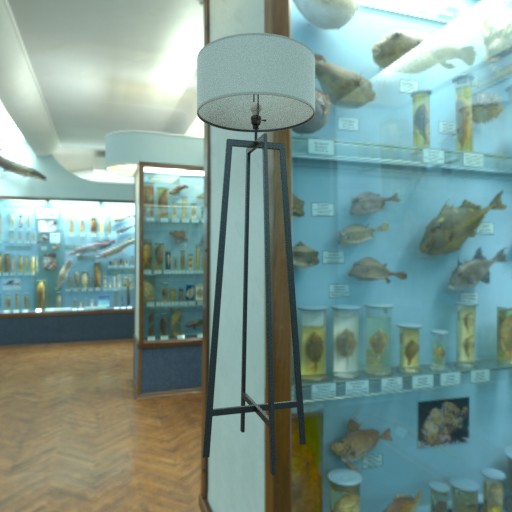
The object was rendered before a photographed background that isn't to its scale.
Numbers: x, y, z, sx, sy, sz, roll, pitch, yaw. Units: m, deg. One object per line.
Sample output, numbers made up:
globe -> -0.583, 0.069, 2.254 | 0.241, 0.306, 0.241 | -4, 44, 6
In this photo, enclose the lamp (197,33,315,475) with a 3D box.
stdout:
lamp -> 0.000, 0.000, 1.727 | 0.456, 1.510, 0.457 | 0, 0, -17
